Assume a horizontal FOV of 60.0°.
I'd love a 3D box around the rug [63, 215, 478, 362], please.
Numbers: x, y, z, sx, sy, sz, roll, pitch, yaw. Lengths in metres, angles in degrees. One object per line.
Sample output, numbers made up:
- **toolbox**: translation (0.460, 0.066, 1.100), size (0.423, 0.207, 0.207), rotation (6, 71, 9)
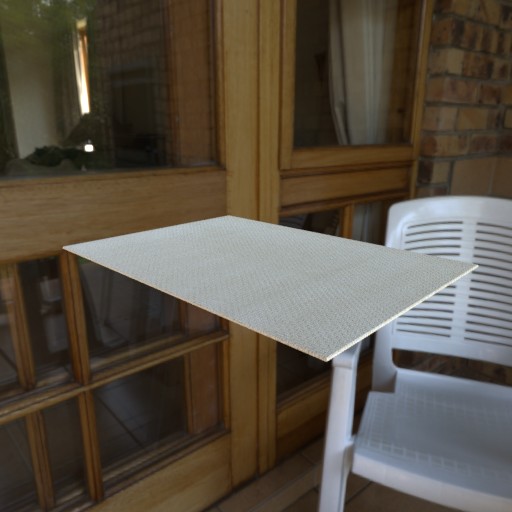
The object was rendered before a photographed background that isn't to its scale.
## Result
- **rug**: translation (0.000, 0.000, 2.777), size (2.144, 0.013, 1.509), rotation (15, 22, 42)
